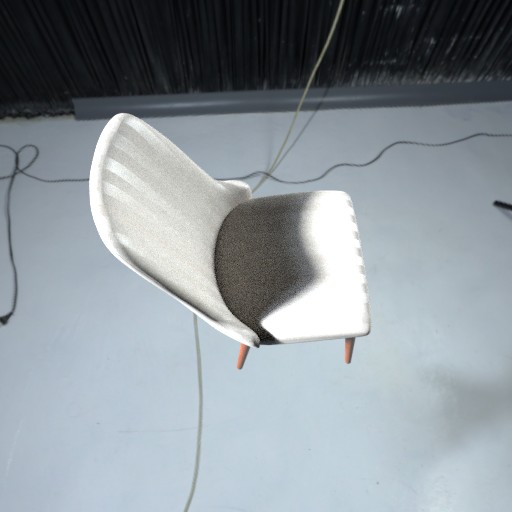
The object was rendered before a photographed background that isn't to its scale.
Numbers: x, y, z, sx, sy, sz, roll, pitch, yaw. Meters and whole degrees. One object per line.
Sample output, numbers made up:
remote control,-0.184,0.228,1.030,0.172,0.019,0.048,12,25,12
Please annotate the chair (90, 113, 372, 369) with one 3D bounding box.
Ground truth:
chair,0.000,0.000,1.328,0.684,0.917,0.526,-3,66,-1
